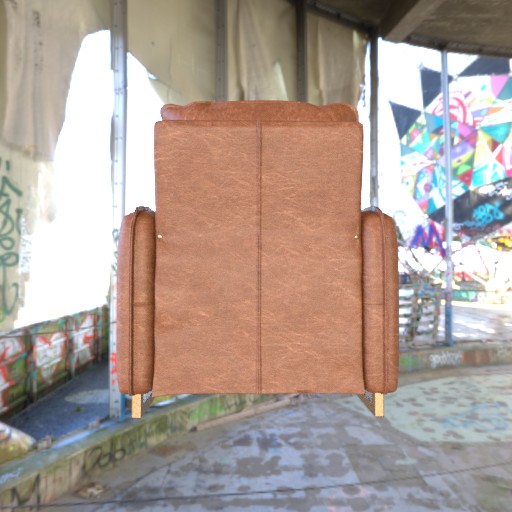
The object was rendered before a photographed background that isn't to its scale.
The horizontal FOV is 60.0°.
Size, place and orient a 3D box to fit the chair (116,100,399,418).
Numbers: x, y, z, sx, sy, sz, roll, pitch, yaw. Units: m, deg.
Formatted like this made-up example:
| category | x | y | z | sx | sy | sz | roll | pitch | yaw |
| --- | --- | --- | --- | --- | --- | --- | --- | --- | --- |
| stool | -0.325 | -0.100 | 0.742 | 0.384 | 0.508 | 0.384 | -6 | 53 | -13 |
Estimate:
| category | x | y | z | sx | sy | sz | roll | pitch | yaw |
| --- | --- | --- | --- | --- | --- | --- | --- | --- | --- |
| chair | 0.000 | 0.000 | 1.640 | 0.830 | 0.922 | 0.922 | 0 | -1 | -1 |
